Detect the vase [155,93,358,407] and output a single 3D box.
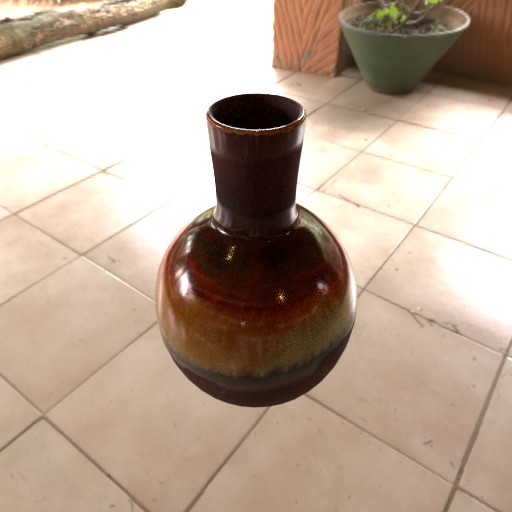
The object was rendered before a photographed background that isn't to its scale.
[{"bbox_3d":[0.000,0.000,0.229,0.111,0.154,0.111,0,40,0],"label":"vase"}]
